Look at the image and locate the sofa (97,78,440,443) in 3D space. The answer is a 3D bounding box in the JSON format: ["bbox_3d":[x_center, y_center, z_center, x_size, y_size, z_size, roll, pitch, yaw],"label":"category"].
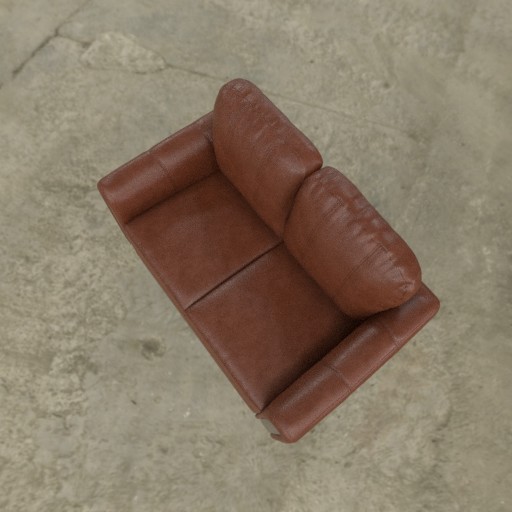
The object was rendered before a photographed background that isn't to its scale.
[{"bbox_3d":[0.000,0.000,1.993,0.805,0.906,1.406,-35,69,-15],"label":"sofa"}]
